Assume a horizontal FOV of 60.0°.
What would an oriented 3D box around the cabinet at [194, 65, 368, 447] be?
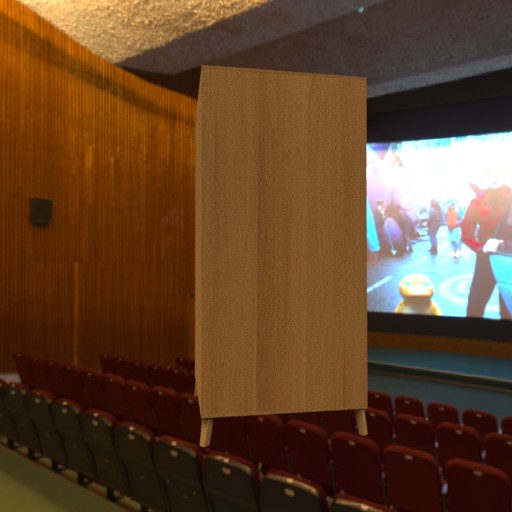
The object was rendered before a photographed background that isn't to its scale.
[{"bbox_3d":[0.000,0.000,2.667,1.272,1.957,0.969,-1,-1,35],"label":"cabinet"}]
